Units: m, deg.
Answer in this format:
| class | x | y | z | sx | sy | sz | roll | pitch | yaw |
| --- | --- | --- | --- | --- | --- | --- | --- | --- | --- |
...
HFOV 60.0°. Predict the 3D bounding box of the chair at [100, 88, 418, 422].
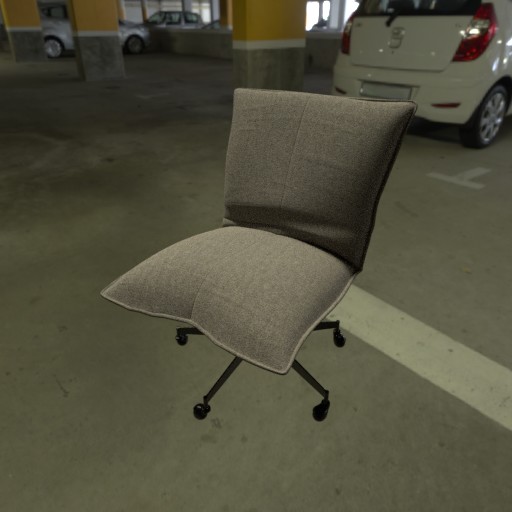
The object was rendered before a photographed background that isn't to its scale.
| class | x | y | z | sx | sy | sz | roll | pitch | yaw |
| --- | --- | --- | --- | --- | --- | --- | --- | --- | --- |
| chair | 0.000 | 0.000 | 1.266 | 0.597 | 0.811 | 0.696 | 17 | 33 | 29 |
